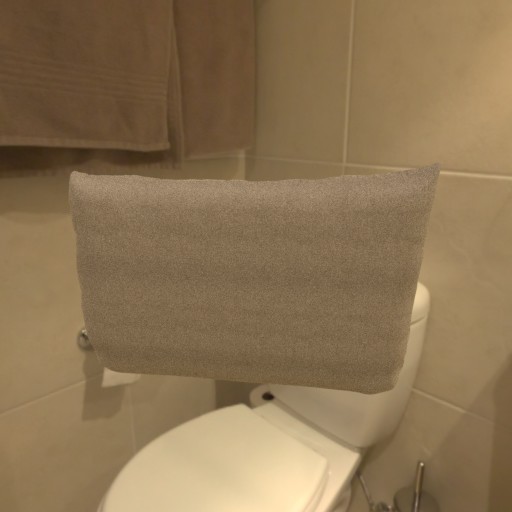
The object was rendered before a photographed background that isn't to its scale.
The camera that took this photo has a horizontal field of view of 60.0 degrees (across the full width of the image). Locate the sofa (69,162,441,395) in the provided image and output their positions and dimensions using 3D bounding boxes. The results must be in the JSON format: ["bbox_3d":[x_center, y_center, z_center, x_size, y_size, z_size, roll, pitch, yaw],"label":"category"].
[{"bbox_3d":[0.000,0.000,1.746,1.144,0.795,0.847,2,17,8],"label":"sofa"}]
